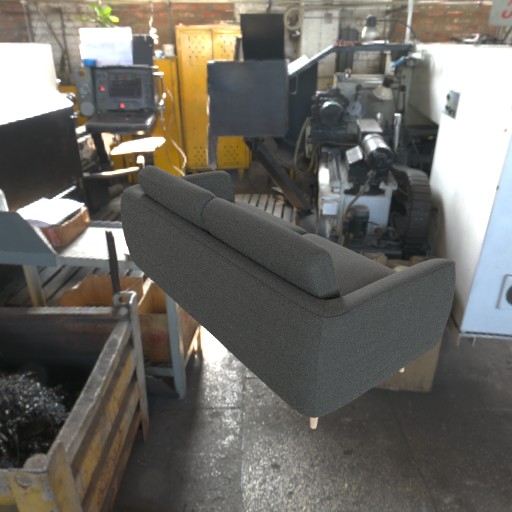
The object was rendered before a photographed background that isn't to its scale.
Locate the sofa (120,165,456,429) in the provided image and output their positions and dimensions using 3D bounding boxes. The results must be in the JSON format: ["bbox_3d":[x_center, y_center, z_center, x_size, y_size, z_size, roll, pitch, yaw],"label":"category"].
[{"bbox_3d":[0.000,0.000,2.565,0.920,0.850,2.000,-18,31,-32],"label":"sofa"}]
